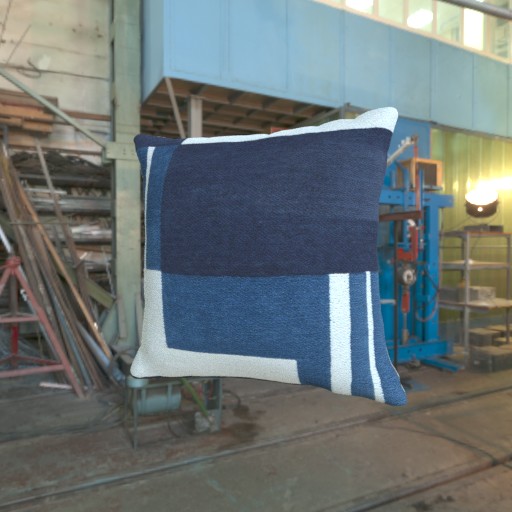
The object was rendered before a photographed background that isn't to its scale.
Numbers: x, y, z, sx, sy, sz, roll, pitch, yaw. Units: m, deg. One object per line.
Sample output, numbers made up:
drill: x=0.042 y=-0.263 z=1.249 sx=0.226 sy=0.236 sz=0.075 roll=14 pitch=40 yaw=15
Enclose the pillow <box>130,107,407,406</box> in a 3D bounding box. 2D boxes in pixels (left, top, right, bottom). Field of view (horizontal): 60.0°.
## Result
pillow: x=0.000 y=0.000 z=0.826 sx=0.536 sy=0.506 sz=0.229 roll=0 pitch=1 yaw=17
